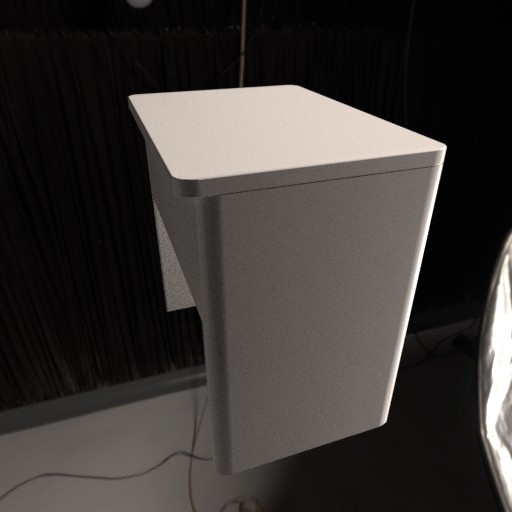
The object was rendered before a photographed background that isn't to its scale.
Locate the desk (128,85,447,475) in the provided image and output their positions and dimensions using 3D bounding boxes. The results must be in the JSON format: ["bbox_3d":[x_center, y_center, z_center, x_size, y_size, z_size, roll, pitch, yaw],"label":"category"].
[{"bbox_3d":[0.000,0.000,1.294,0.549,0.800,0.762,-10,32,-17],"label":"desk"}]
